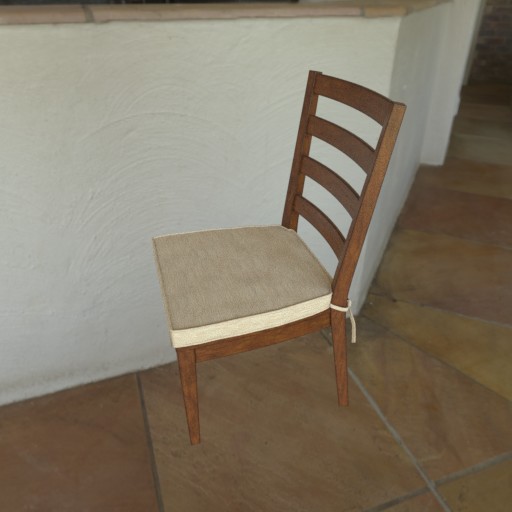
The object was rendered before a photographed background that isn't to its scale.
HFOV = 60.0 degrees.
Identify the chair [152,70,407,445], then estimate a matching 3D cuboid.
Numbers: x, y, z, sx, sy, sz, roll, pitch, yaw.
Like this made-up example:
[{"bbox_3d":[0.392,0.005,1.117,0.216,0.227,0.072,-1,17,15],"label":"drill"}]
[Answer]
[{"bbox_3d":[0.000,0.000,1.367,0.595,0.979,0.593,-9,32,-14],"label":"chair"}]
